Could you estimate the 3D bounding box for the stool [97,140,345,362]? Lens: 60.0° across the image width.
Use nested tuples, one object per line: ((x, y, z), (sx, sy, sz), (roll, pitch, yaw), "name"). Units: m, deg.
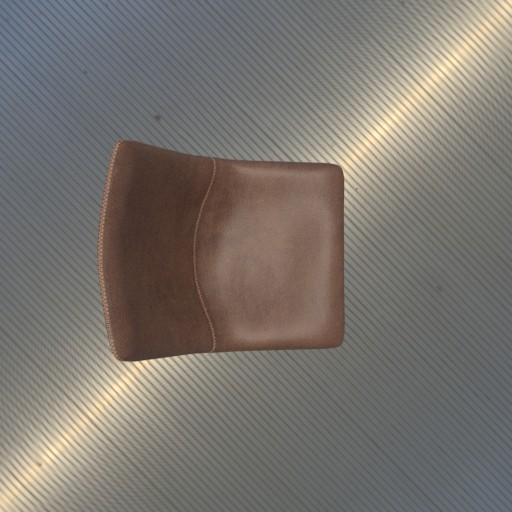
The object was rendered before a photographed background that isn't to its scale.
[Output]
((0.000, 0.000, 1.192), (0.550, 0.890, 0.460), (0, 89, -1), "stool")
